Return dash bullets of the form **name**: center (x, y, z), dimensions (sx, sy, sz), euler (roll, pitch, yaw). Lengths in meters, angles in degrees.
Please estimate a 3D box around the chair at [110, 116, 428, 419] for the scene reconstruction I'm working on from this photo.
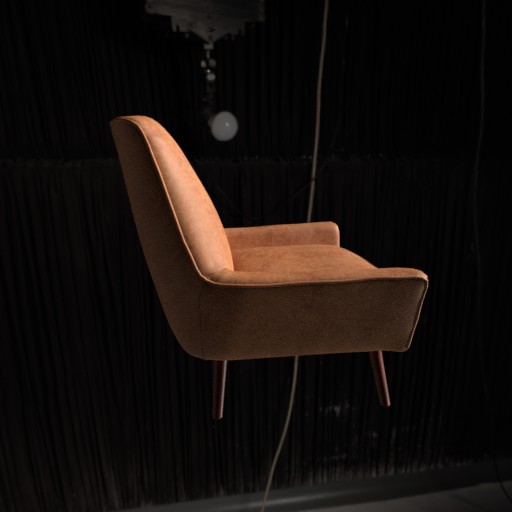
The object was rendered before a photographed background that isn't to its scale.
- **chair**: center (0.000, 0.000, 1.479), dimensions (0.851, 0.883, 0.753), euler (-3, 16, -10)
